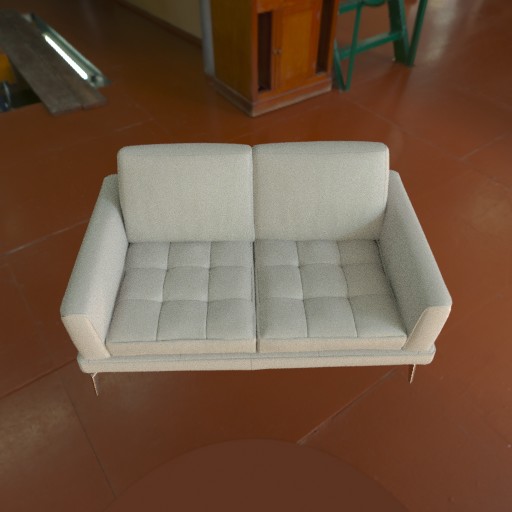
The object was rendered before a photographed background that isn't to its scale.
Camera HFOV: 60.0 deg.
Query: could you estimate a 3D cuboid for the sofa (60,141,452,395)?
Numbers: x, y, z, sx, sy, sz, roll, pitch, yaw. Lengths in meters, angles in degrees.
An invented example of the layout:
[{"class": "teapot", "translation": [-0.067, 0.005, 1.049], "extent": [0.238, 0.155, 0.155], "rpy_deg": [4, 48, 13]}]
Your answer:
[{"class": "sofa", "translation": [0.000, 0.000, 2.435], "extent": [1.819, 0.930, 1.121], "rpy_deg": [-1, 46, -1]}]
